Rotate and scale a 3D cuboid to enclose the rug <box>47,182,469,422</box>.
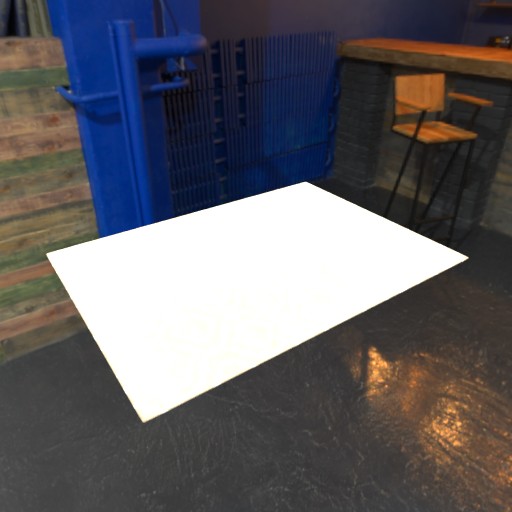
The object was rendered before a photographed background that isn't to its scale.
[{"bbox_3d":[0.000,0.000,4.340,3.353,0.010,2.438,-20,36,-29],"label":"rug"}]
